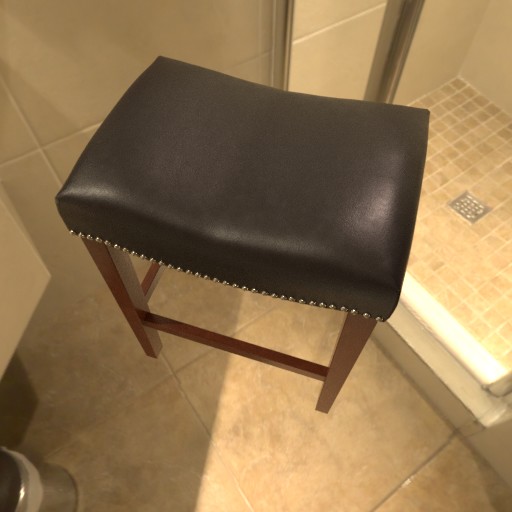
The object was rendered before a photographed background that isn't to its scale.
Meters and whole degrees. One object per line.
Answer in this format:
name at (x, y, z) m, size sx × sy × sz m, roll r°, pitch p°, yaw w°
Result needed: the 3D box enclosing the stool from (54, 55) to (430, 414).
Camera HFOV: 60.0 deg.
stool at (0.000, 0.000, 0.929) m, size 0.504 × 0.654 × 0.372 m, roll 15°, pitch 59°, yaw 9°
